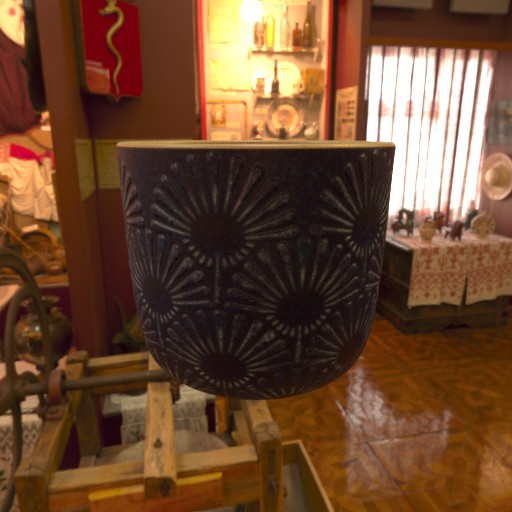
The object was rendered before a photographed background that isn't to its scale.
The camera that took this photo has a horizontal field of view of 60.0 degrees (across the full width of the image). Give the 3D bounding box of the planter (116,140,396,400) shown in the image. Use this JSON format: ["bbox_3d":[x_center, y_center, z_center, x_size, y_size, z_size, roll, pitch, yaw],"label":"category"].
[{"bbox_3d":[0.000,0.000,0.218,0.124,0.109,0.124,0,15,0],"label":"planter"}]
